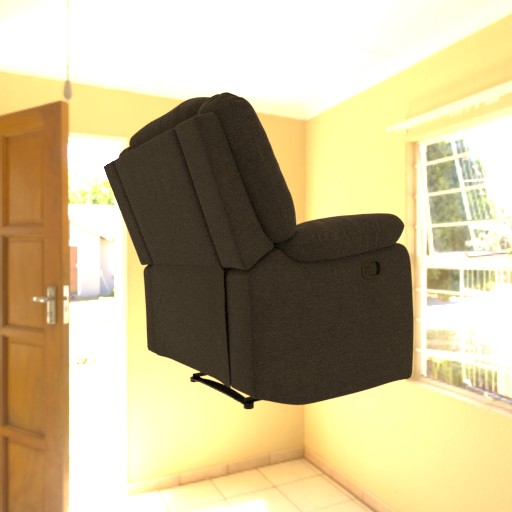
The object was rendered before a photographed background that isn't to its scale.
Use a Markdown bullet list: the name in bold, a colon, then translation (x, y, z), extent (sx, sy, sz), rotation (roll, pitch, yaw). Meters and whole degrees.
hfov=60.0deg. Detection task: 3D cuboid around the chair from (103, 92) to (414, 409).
- **chair**: translation (0.000, 0.000, 1.723), extent (0.944, 1.008, 0.899), rotation (0, 0, -36)
